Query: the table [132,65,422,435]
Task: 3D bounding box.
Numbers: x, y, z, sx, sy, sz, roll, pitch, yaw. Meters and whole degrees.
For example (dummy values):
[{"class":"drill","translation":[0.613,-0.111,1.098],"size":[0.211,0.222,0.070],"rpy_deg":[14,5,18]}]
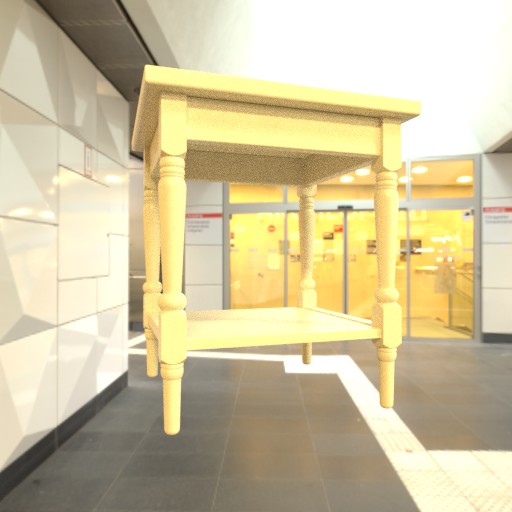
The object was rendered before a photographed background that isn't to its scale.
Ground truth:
[{"class":"table","translation":[0.000,0.000,0.935],"size":[0.488,0.565,0.442],"rpy_deg":[0,0,-18]}]
